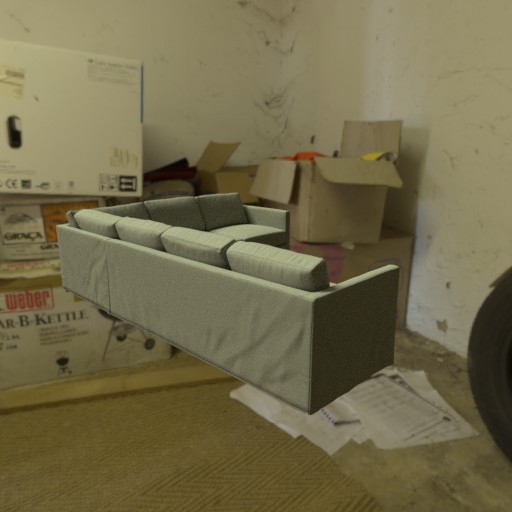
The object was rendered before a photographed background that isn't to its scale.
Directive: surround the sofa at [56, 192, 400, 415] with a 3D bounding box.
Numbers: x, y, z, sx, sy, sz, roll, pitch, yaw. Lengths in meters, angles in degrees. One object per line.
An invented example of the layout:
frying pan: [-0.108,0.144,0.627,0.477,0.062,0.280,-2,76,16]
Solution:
sofa: [0.000,0.000,4.188,3.182,0.871,2.432,13,19,43]
